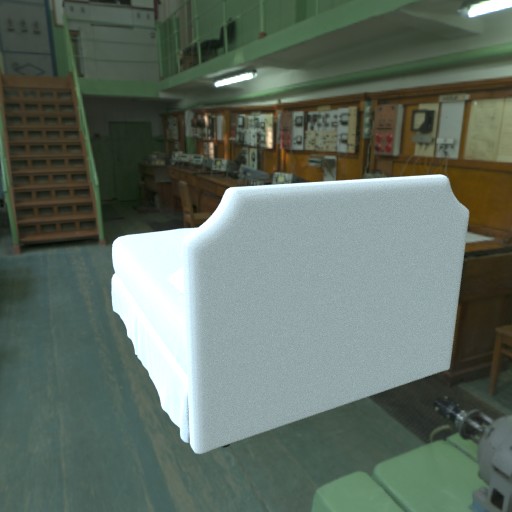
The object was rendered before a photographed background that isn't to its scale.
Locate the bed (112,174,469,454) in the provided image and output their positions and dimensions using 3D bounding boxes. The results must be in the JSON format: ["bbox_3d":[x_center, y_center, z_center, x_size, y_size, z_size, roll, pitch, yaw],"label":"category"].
[{"bbox_3d":[0.000,0.000,3.832,2.134,1.524,2.548,-8,18,-26],"label":"bed"}]
